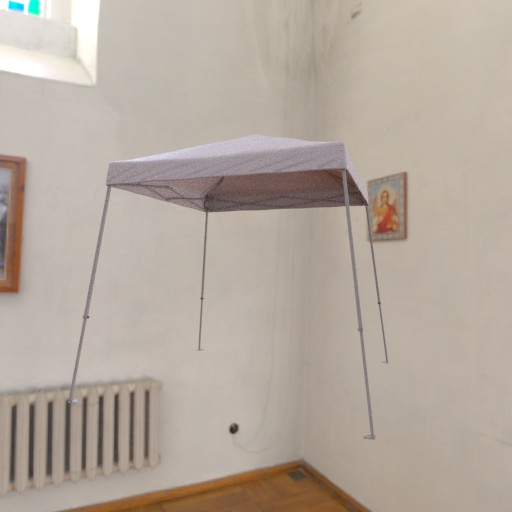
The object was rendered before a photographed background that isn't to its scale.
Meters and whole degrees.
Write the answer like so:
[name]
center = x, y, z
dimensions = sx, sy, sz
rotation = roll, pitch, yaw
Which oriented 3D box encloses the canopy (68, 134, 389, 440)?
[canopy]
center = 0.000, 0.000, 5.173
dimensions = 2.850, 2.850, 2.849
rotation = 0, -1, 19
